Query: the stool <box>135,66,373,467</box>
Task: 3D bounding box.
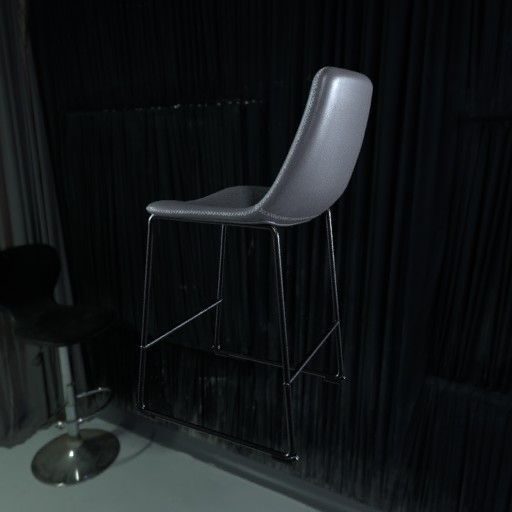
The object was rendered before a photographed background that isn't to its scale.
[{"bbox_3d":[0.000,0.000,1.185,0.546,0.876,0.470,7,16,26],"label":"stool"}]
